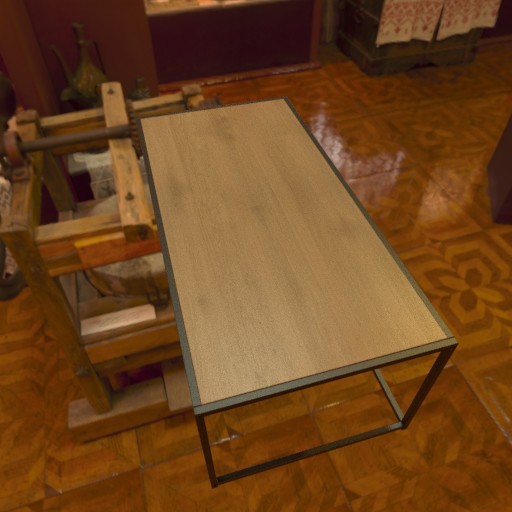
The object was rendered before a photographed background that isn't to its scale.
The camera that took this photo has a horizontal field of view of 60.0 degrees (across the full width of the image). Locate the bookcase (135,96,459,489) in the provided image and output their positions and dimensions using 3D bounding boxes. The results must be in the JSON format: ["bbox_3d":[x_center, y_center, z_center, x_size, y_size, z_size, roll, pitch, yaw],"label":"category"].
[{"bbox_3d":[0.000,0.000,1.252,0.500,0.400,1.000,-12,48,-11],"label":"bookcase"}]
